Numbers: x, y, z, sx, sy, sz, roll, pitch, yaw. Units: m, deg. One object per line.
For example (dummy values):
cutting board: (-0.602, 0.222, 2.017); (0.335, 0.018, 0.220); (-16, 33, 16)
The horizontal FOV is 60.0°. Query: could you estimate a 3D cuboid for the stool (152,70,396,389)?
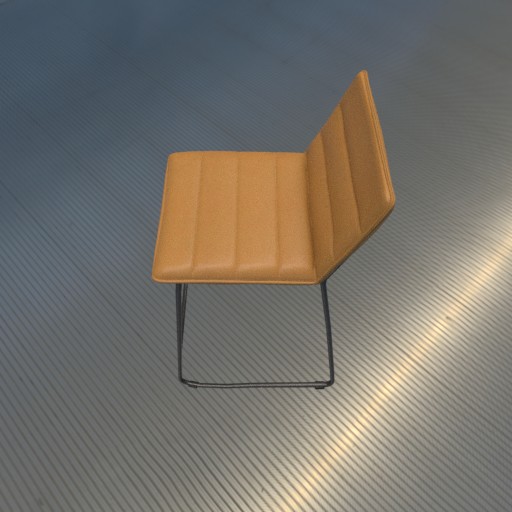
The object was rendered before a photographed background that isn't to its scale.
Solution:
stool: (0.000, 0.000, 1.254); (0.524, 0.936, 0.489); (0, 57, 0)
